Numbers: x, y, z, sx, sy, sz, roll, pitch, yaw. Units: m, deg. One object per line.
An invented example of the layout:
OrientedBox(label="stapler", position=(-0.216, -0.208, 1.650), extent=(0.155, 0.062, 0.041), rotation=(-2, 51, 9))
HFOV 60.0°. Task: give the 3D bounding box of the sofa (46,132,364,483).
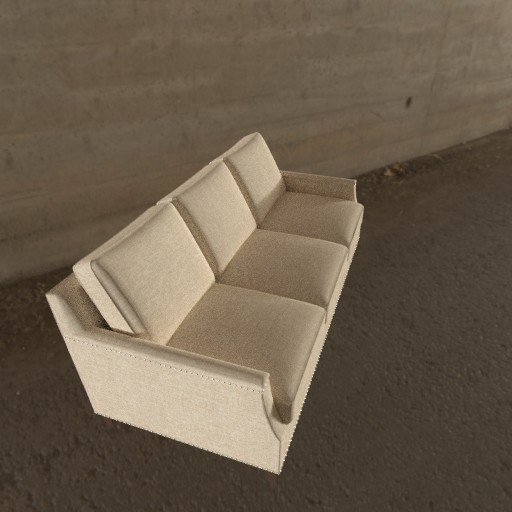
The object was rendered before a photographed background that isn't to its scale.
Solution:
OrientedBox(label="sofa", position=(0.000, 0.000, 2.722), extent=(1.041, 0.940, 2.210), rotation=(11, 33, 17))
